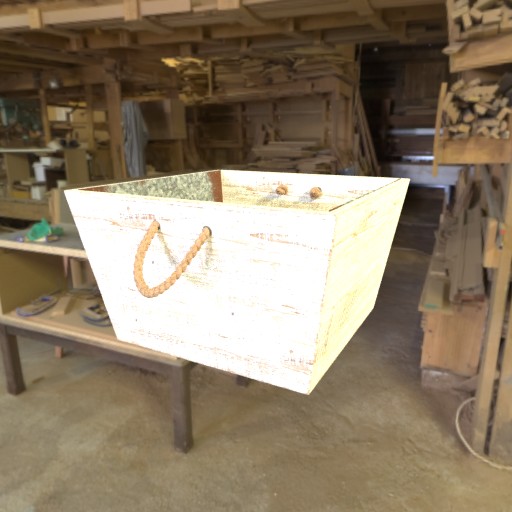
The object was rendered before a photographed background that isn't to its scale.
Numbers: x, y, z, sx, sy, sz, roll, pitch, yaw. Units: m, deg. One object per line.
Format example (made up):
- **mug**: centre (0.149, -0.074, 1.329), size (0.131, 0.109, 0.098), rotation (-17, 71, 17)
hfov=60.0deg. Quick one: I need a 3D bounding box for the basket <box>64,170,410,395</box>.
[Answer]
- **basket**: centre (0.000, 0.000, 0.757), size (0.413, 0.247, 0.545), rotation (8, 18, 27)
